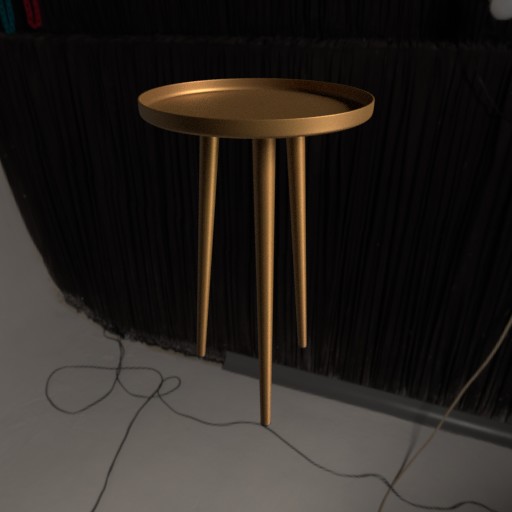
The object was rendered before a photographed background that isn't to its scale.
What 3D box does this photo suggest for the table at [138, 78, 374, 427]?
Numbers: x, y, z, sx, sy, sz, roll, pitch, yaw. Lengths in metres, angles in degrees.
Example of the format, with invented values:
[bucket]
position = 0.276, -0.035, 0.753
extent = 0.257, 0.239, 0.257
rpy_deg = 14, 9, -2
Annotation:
[table]
position = 0.000, 0.000, 0.691
extent = 0.299, 0.480, 0.299
rpy_deg = 10, 31, 17
